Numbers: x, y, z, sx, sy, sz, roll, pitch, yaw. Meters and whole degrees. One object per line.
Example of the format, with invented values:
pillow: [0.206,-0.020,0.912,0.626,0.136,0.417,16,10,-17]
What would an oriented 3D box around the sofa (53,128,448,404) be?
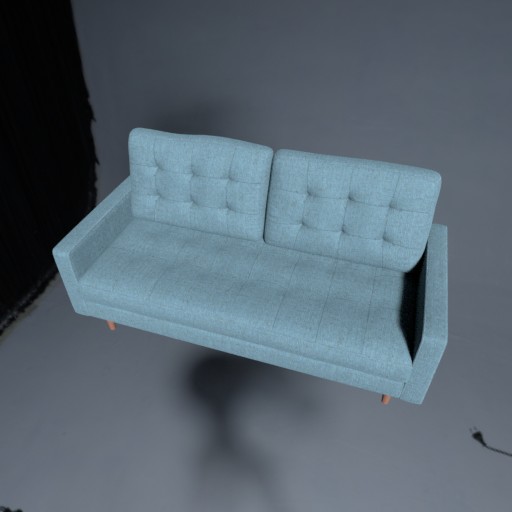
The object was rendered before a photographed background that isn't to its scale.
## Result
sofa: [0.000,0.000,2.525,2.010,1.050,0.966,12,42,14]
